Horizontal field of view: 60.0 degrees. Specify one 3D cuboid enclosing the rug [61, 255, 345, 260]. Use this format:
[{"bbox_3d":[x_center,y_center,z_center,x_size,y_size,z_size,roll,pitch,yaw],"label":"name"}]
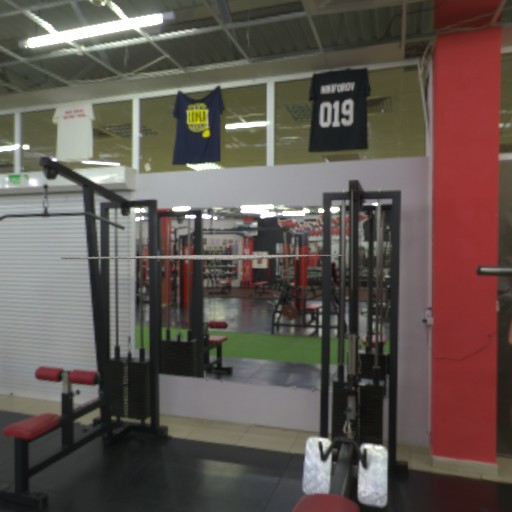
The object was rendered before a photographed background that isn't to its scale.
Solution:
[{"bbox_3d":[0.000,0.000,2.622,0.697,0.013,2.335,0,0,20],"label":"rug"}]
